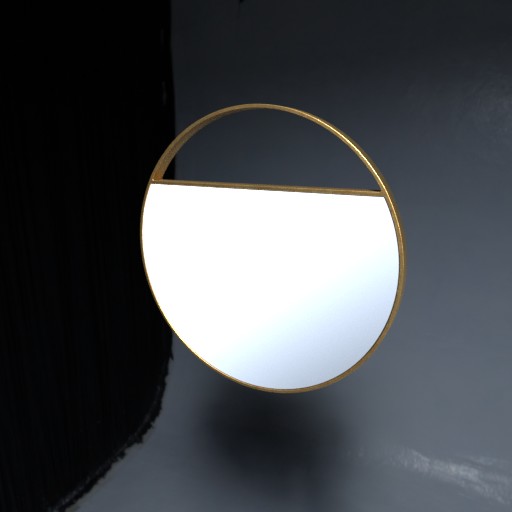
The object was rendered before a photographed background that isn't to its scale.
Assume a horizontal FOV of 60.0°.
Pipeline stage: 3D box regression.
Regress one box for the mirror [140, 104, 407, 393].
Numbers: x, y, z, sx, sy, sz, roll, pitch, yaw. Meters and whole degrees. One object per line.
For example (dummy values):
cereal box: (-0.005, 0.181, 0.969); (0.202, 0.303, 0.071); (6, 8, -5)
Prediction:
mirror: (0.000, 0.000, 0.871); (0.565, 0.565, 0.032); (8, 16, 27)
